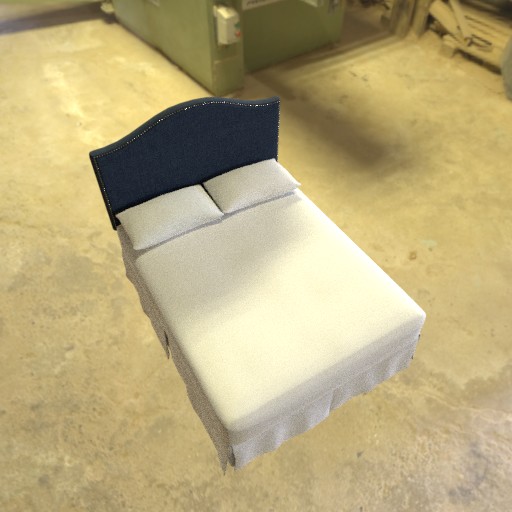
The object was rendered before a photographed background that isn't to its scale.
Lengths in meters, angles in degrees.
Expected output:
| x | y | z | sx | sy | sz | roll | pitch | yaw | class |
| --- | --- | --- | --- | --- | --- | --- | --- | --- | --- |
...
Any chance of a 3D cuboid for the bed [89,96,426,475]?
| x | y | z | sx | sy | sz | roll | pitch | yaw | class |
| --- | --- | --- | --- | --- | --- | --- | --- | --- | --- |
| 0.000 | 0.000 | 3.317 | 1.713 | 1.518 | 2.153 | -24 | 52 | -20 | bed |
